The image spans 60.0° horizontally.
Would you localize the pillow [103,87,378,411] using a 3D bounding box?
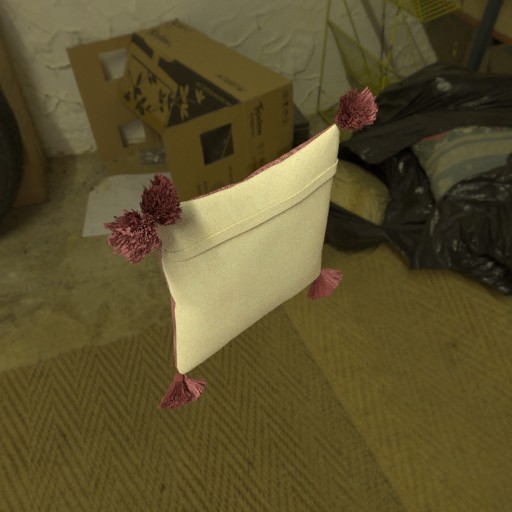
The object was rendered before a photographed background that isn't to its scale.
[{"bbox_3d":[0.000,0.000,0.991,0.641,0.659,0.138,-32,53,-28],"label":"pillow"}]
